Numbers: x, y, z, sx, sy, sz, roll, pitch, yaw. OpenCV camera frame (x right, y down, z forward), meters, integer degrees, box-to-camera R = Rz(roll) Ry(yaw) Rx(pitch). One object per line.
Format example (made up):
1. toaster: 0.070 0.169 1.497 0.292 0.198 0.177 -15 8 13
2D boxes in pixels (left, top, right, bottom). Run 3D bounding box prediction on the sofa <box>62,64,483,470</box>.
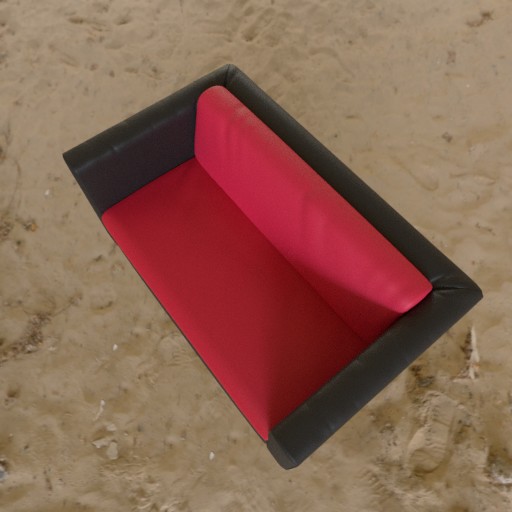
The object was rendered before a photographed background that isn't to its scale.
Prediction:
1. sofa: 0.000 0.000 1.858 0.845 0.735 1.410 -35 68 -16
